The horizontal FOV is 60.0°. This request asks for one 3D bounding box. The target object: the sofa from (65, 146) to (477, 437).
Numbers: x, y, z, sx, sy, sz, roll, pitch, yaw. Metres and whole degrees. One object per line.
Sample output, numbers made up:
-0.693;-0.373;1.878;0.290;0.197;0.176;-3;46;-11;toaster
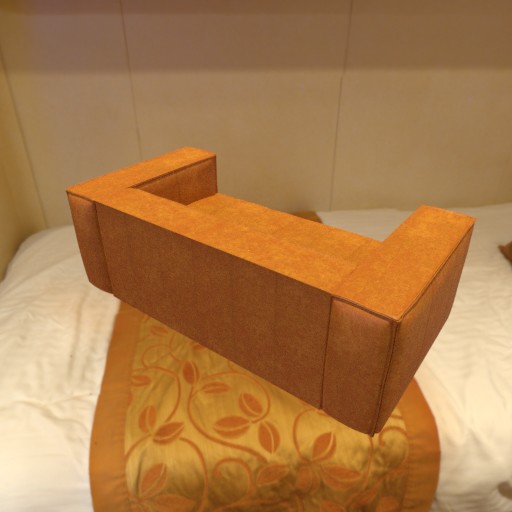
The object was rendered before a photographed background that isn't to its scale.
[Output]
0.000;0.000;2.599;2.088;0.703;1.102;21;37;31;sofa
